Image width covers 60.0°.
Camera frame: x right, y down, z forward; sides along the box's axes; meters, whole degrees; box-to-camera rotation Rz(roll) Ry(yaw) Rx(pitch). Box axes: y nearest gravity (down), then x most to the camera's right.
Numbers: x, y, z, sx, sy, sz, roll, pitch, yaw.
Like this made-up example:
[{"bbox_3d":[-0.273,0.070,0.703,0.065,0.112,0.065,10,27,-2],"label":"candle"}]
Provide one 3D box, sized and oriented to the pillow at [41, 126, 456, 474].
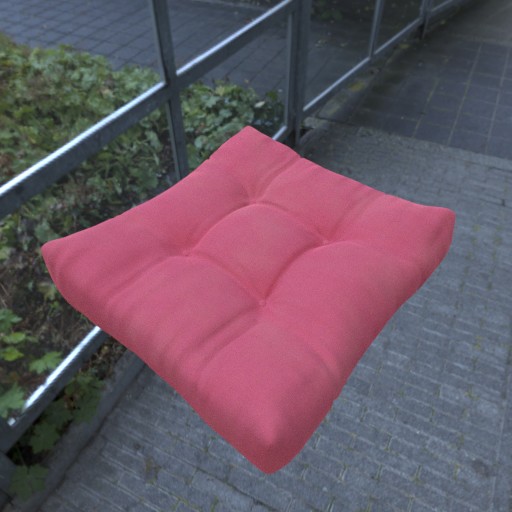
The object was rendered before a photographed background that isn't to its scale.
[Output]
[{"bbox_3d":[0.000,0.000,0.714,0.468,0.128,0.490,31,54,26],"label":"pillow"}]
